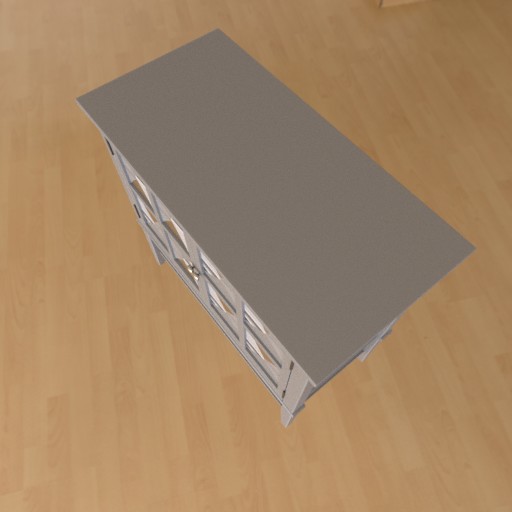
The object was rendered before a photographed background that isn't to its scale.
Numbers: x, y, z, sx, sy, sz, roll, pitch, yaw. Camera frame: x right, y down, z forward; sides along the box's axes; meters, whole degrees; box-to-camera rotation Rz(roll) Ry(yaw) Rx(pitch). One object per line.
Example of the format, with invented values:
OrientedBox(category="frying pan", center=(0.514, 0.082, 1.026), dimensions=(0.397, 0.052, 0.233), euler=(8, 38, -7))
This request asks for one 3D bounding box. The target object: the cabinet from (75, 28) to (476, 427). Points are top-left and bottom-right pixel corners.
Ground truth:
OrientedBox(category="cabinet", center=(0.000, 0.000, 1.243), dimensions=(0.396, 0.780, 0.801), euler=(-35, 67, -17))
